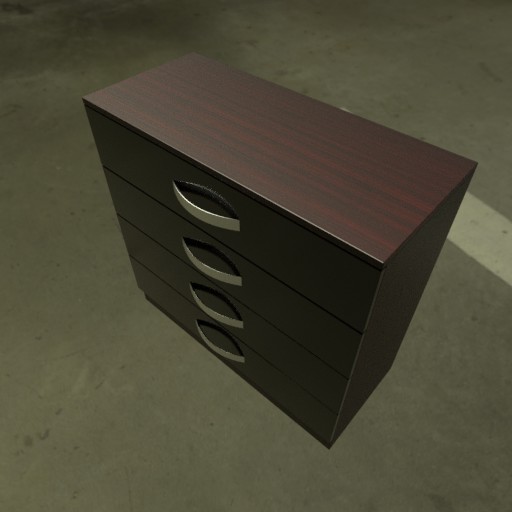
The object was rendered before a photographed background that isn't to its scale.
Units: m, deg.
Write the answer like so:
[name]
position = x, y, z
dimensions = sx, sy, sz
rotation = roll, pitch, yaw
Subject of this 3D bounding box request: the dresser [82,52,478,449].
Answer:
[dresser]
position = 0.000, 0.000, 1.134
dimensions = 0.750, 0.720, 0.360
rotation = 33, 54, 27
